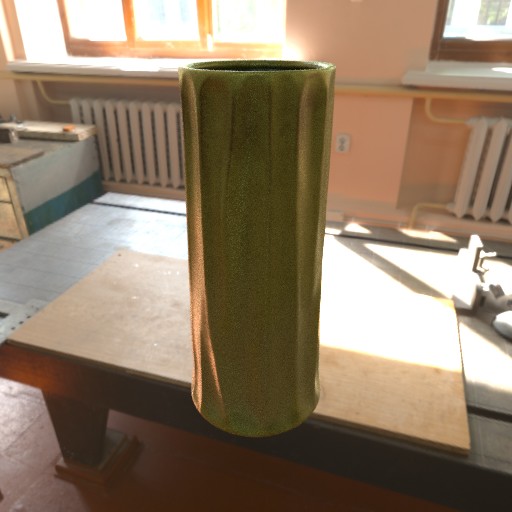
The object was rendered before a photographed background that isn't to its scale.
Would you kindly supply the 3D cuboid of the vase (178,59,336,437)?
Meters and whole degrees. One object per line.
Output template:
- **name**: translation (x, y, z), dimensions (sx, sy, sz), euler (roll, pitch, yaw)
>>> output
- **vase**: translation (0.000, 0.000, 0.179), dimensions (0.061, 0.143, 0.061), euler (0, 28, 0)
